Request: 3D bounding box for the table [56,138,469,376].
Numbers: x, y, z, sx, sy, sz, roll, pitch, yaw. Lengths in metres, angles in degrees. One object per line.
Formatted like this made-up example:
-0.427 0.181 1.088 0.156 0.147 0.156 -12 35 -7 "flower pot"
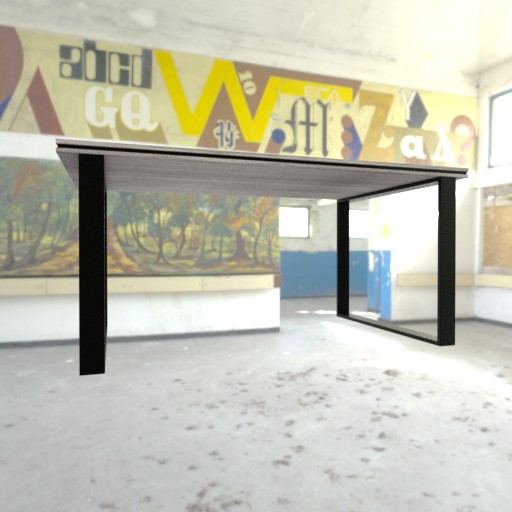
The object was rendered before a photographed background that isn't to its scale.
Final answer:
0.000 0.000 2.027 1.579 0.736 0.881 0 1 -18 "table"
